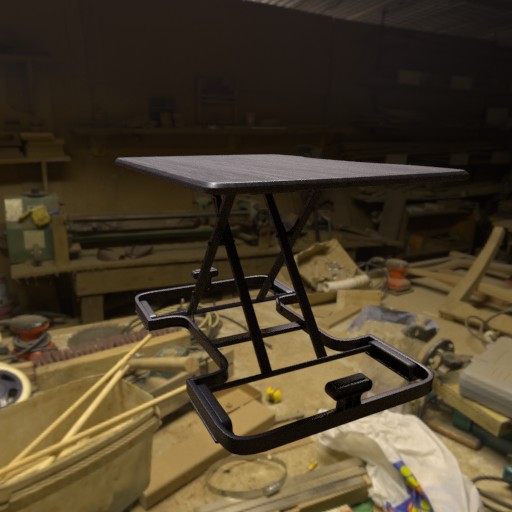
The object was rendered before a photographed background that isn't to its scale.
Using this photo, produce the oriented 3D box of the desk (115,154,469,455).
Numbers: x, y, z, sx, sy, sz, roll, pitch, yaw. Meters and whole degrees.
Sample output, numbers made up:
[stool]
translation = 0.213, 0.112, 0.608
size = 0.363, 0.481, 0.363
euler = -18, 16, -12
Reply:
[desk]
translation = 0.000, 0.000, 1.137
size = 0.546, 0.470, 0.820
euler = -7, 17, -25
